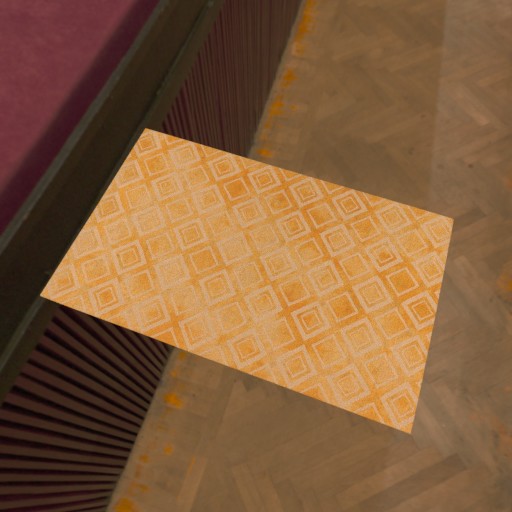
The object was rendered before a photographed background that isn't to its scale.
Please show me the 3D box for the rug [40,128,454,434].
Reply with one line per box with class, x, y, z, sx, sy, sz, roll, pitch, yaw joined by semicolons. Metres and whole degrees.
rug;0.000;0.000;2.998;2.424;0.010;1.511;18;65;9
